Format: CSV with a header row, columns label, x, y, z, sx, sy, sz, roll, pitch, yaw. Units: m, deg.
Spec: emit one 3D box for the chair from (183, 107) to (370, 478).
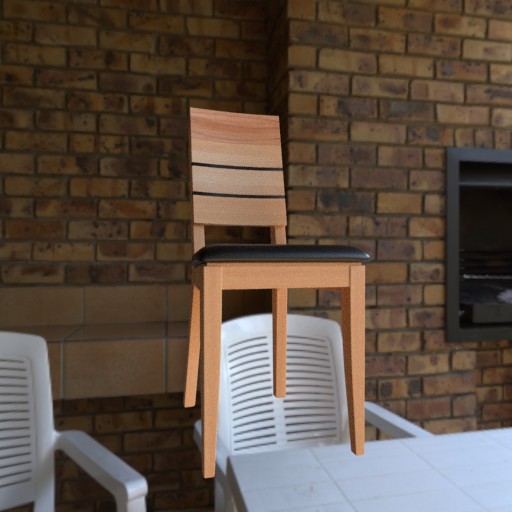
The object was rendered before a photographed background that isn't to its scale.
label,x,y,z,sx,sy,sz,roll,pitch,yaw
chair,0.000,0.000,1.224,0.410,0.940,0.520,0,0,-17
